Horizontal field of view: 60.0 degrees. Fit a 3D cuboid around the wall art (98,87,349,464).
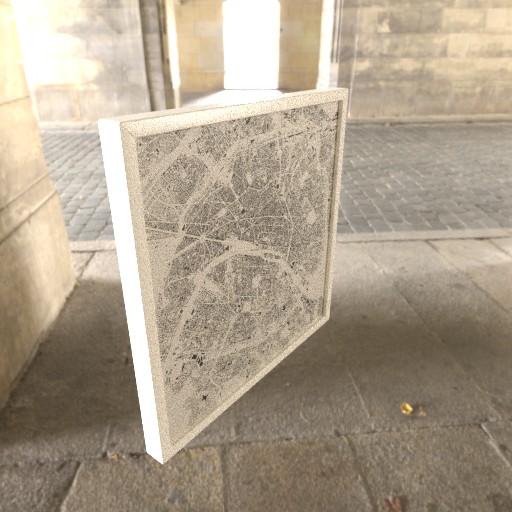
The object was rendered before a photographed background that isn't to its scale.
[{"bbox_3d":[0.000,0.000,0.759,0.038,0.508,0.508,19,31,34],"label":"wall art"}]
